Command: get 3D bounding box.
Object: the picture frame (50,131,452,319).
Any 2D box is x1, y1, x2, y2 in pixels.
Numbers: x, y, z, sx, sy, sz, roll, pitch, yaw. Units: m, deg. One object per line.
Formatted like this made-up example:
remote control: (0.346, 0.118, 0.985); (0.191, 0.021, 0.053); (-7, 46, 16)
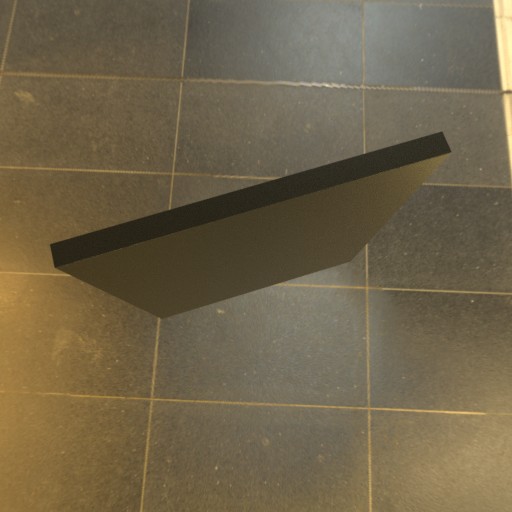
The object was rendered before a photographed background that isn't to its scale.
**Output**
picture frame: (0.000, 0.000, 0.765); (0.460, 0.556, 0.028); (-17, 77, -4)
